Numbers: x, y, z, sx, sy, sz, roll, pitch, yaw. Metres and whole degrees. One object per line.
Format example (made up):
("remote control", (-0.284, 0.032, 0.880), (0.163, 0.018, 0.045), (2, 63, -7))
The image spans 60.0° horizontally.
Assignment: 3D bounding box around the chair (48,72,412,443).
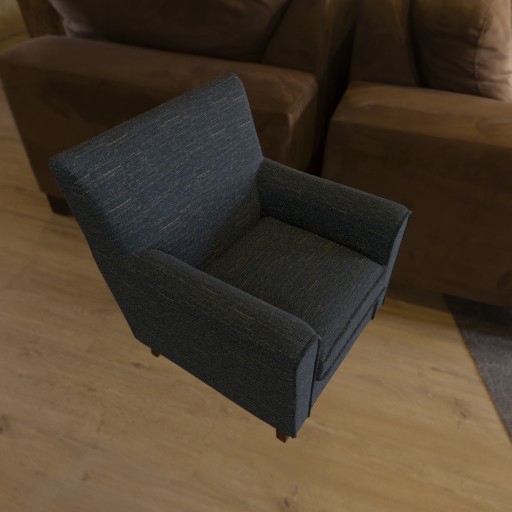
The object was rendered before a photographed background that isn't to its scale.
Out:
("chair", (0.000, 0.000, 1.644), (0.873, 0.928, 0.864), (25, 48, 25))
